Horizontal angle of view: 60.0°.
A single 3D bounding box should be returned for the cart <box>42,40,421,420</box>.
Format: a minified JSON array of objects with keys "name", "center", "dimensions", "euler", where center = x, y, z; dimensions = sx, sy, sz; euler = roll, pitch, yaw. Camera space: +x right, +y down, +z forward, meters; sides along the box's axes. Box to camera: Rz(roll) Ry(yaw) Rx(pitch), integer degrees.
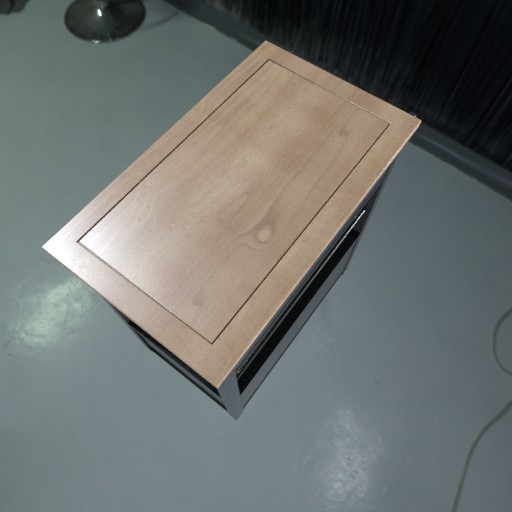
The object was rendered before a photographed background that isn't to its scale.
[{"name":"cart","center":[0.000,0.000,1.388],"dimensions":[0.459,0.901,0.840],"euler":[34,69,15]}]
